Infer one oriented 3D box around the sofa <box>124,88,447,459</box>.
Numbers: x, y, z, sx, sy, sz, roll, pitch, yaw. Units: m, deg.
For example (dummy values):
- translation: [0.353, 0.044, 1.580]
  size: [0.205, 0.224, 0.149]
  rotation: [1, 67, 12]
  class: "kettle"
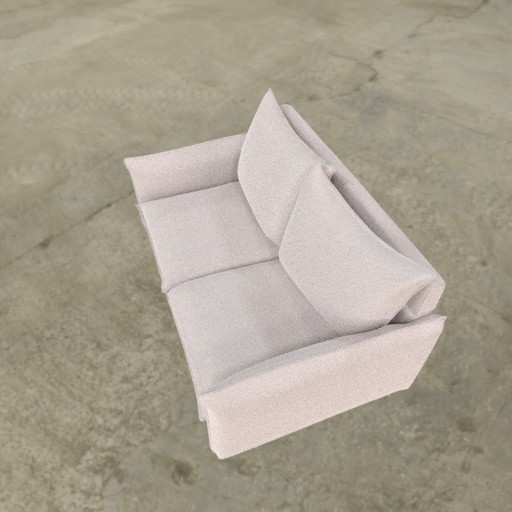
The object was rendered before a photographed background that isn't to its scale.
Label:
- translation: [0.000, 0.000, 1.830]
  size: [0.820, 0.840, 1.300]
  rotation: [-16, 49, -14]
  class: "sofa"
